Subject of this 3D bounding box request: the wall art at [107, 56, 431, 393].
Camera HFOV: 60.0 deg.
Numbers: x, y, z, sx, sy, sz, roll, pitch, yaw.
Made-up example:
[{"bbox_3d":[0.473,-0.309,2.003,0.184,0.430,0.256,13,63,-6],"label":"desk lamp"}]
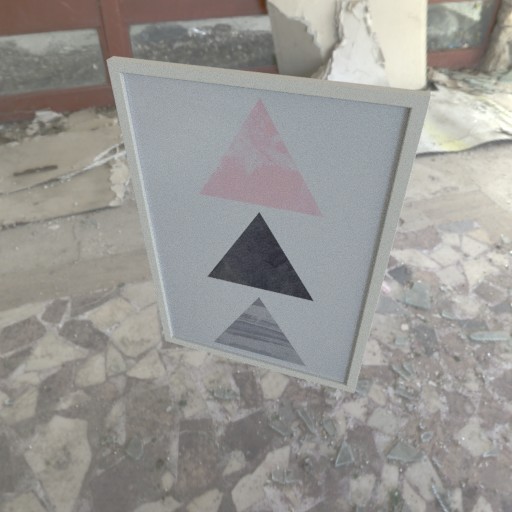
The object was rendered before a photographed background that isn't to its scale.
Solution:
[{"bbox_3d":[0.000,0.000,0.542,0.303,0.433,0.013,12,42,14],"label":"wall art"}]
